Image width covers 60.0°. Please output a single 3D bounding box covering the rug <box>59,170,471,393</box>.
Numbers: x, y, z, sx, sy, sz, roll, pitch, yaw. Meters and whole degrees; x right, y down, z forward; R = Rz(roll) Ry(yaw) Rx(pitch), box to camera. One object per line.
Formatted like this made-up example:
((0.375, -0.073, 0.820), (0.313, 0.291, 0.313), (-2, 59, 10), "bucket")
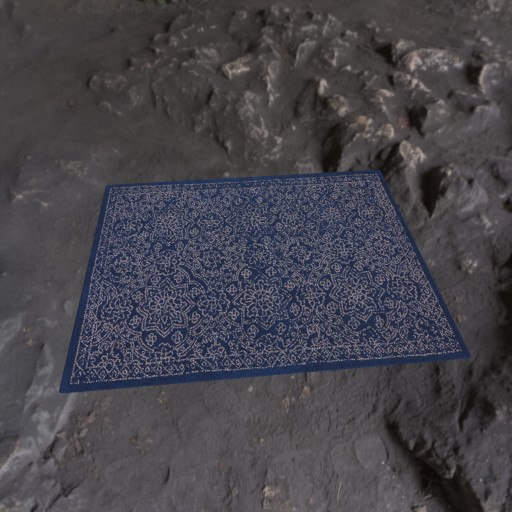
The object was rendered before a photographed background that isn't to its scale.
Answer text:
((0.000, 0.000, 4.085), (3.048, 0.010, 2.438), (-4, 46, -4), "rug")
